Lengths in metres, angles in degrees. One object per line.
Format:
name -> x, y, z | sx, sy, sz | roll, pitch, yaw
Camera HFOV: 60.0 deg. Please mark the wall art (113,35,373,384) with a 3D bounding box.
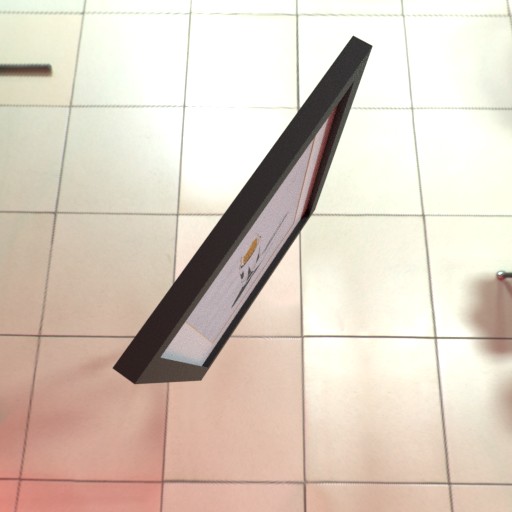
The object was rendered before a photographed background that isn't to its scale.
wall art -> 0.000, 0.000, 0.524 | 0.019, 0.381, 0.330 | 32, 77, 8
